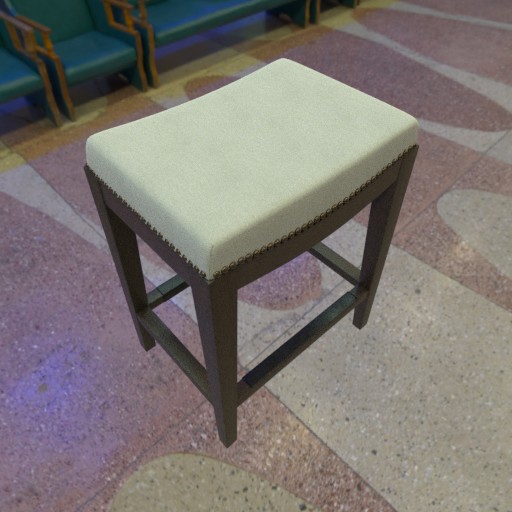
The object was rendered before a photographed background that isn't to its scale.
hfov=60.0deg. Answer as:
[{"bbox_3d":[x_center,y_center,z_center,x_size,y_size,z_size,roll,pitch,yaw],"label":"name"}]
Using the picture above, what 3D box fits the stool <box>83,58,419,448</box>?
[{"bbox_3d":[0.000,0.000,0.969,0.500,0.642,0.361,-34,56,-27],"label":"stool"}]
